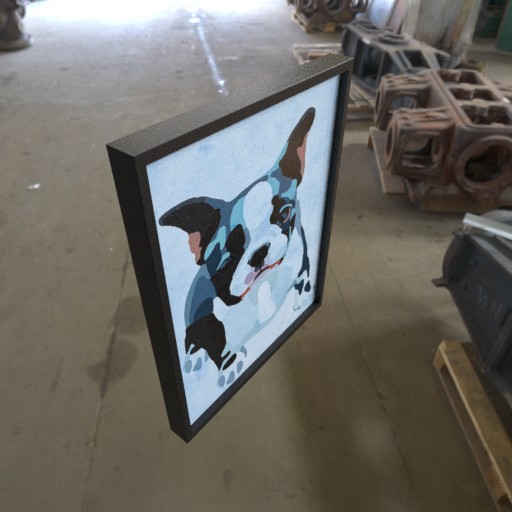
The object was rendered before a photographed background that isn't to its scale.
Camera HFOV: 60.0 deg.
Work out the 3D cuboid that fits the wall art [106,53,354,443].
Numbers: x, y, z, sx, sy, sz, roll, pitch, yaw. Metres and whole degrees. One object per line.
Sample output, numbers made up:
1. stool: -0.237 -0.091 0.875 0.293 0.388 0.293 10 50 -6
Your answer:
1. wall art: 0.000 0.000 0.503 0.030 0.369 0.294 27 46 29
